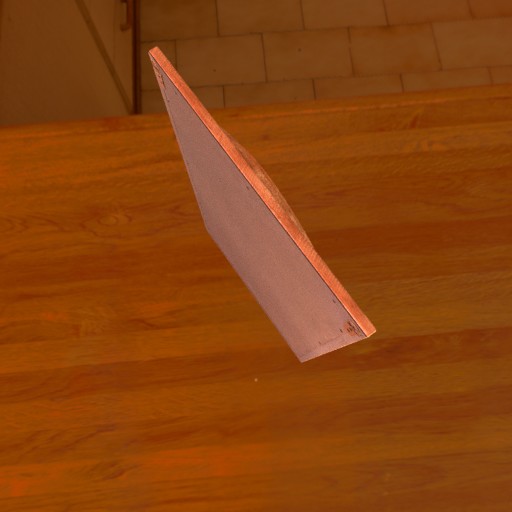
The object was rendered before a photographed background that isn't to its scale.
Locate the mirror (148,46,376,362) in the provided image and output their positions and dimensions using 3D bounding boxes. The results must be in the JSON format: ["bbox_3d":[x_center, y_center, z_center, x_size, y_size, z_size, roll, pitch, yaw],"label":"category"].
[{"bbox_3d":[0.000,0.000,0.959,0.058,0.787,0.495,-34,77,-9],"label":"mirror"}]
